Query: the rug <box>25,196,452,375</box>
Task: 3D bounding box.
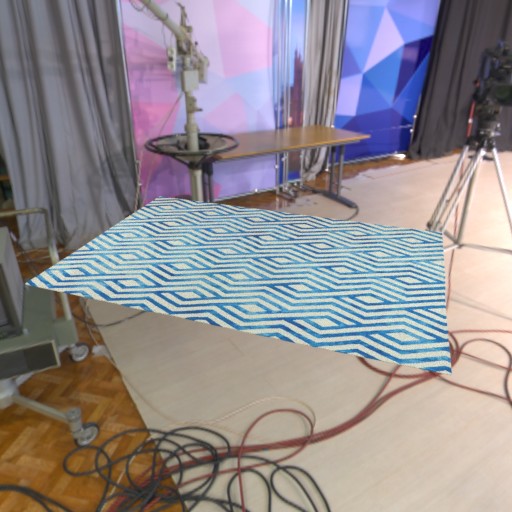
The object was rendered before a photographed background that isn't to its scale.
[{"bbox_3d":[0.000,0.000,2.283,1.830,0.008,1.225,9,29,17],"label":"rug"}]
